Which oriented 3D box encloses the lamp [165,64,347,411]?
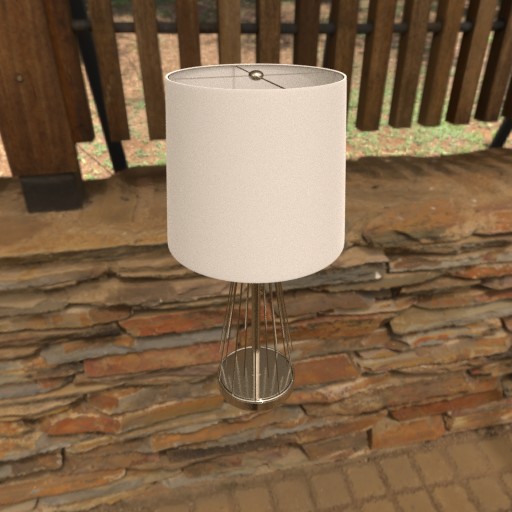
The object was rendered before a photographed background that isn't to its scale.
[{"bbox_3d":[0.000,0.000,0.793,0.303,0.618,0.303,0,30,0],"label":"lamp"}]
